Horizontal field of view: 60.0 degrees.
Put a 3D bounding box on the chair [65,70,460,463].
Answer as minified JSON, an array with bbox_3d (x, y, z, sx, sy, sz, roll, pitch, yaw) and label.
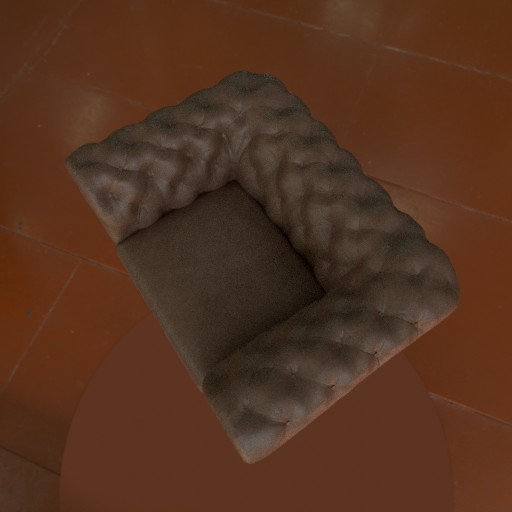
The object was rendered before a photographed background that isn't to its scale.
[{"bbox_3d":[0.000,0.000,1.847,0.954,0.784,1.298,-32,69,-14],"label":"chair"}]
